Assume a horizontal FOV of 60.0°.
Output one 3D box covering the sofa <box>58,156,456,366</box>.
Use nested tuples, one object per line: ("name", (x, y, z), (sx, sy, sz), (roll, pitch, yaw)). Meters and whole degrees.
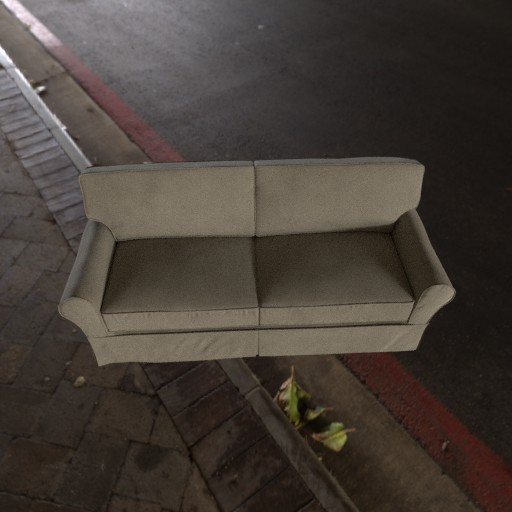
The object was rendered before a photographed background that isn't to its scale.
("sofa", (0.000, 0.000, 2.819), (2.246, 1.014, 0.900), (-2, 46, -2))
